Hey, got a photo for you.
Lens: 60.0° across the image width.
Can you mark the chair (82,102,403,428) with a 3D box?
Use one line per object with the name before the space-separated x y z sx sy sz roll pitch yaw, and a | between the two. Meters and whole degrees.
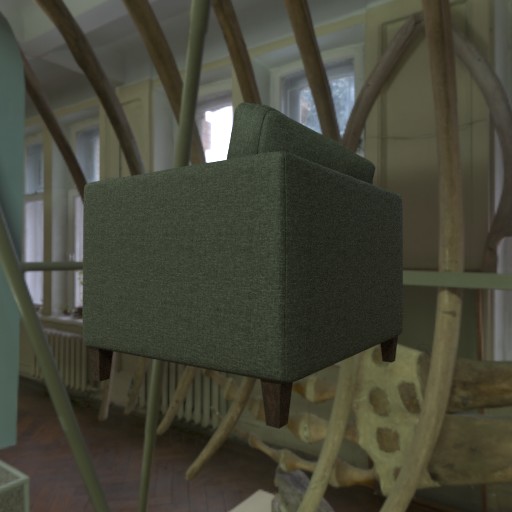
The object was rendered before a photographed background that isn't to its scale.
chair | 0.000 0.000 1.893 0.959 0.963 1.107 0 0 35
